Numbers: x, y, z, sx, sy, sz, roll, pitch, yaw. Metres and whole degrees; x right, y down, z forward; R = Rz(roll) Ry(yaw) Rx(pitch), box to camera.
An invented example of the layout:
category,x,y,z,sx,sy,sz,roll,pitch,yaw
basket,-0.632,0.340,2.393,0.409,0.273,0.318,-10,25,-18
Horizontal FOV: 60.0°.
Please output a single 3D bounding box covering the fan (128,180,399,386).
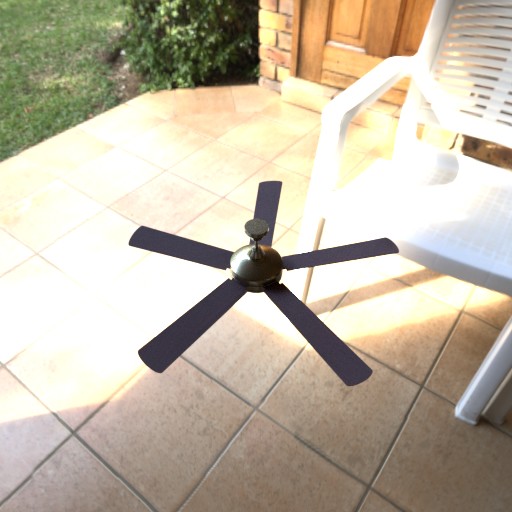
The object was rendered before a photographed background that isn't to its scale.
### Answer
category,x,y,z,sx,sy,sz,roll,pitch,yaw
fan,0.000,0.000,2.017,1.321,0.356,1.321,23,49,21
